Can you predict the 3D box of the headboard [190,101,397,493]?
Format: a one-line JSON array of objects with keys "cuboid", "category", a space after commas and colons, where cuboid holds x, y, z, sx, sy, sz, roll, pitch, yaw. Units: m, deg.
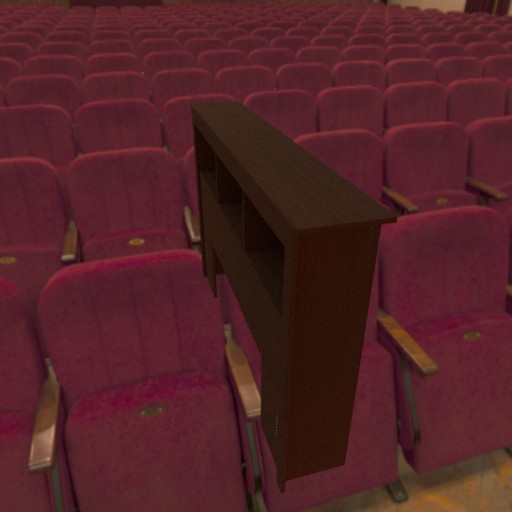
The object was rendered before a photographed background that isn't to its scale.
[{"cuboid": [0.000, 0.000, 2.080, 0.279, 1.092, 1.671, -8, 30, -14], "category": "headboard"}]
